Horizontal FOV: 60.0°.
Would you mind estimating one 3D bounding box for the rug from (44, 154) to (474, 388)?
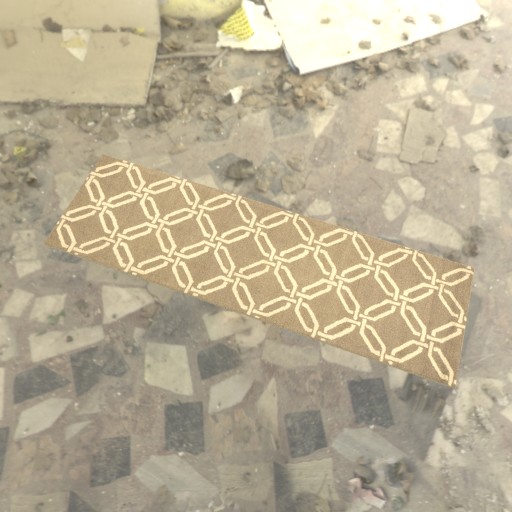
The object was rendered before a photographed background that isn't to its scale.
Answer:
[{"bbox_3d":[0.000,0.000,2.435,2.276,0.014,0.678,18,65,9],"label":"rug"}]
